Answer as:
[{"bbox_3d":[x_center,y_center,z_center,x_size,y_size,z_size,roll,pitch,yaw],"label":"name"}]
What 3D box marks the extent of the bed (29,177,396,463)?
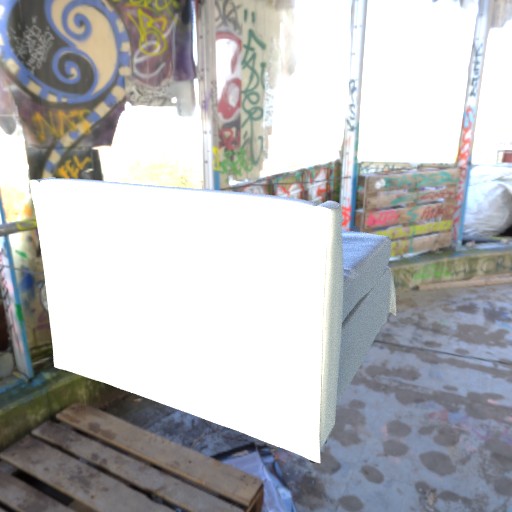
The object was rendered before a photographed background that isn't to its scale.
[{"bbox_3d":[0.000,0.000,3.367,1.925,1.332,2.276,9,19,27],"label":"bed"}]
